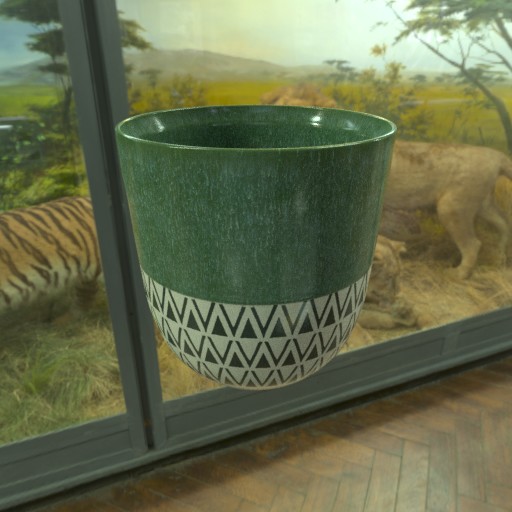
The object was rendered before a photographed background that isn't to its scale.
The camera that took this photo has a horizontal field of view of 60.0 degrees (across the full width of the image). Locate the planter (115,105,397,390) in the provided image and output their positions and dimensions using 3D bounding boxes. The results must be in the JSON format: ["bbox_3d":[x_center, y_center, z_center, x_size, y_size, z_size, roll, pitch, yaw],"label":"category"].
[{"bbox_3d":[0.000,0.000,0.363,0.195,0.214,0.195,0,25,0],"label":"planter"}]
